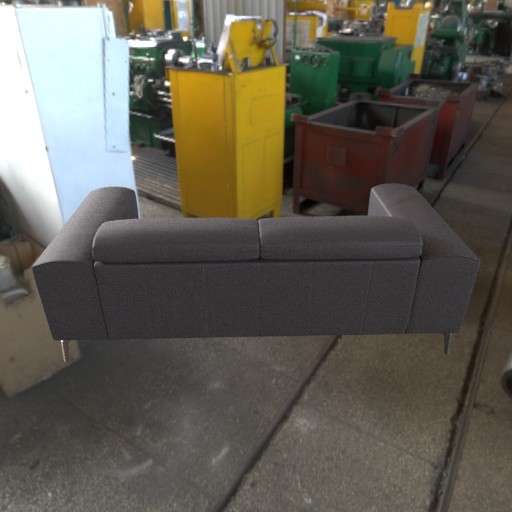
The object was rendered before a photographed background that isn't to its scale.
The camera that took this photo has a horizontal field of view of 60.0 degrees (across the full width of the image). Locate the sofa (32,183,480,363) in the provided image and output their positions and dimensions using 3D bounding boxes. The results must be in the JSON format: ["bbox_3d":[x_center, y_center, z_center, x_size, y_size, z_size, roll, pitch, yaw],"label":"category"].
[{"bbox_3d":[0.000,0.000,2.820,2.330,0.814,1.048,-1,30,-1],"label":"sofa"}]
